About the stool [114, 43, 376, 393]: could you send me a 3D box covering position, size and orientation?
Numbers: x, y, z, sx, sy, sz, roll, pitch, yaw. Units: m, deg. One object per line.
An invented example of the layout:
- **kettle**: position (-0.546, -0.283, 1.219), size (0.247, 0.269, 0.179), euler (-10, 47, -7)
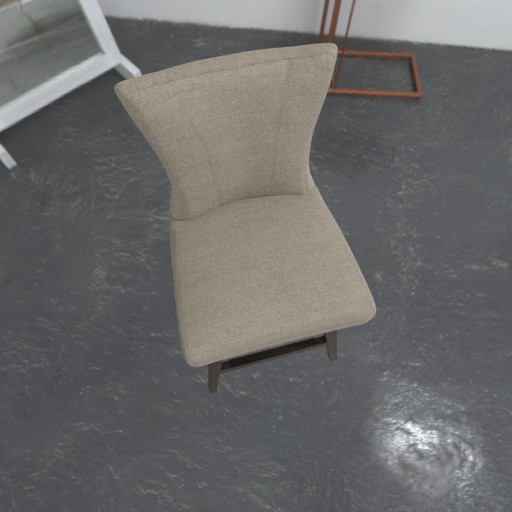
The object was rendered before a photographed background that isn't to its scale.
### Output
- **stool**: position (0.000, 0.000, 1.318), size (0.514, 1.000, 0.574), euler (-13, 65, -6)
